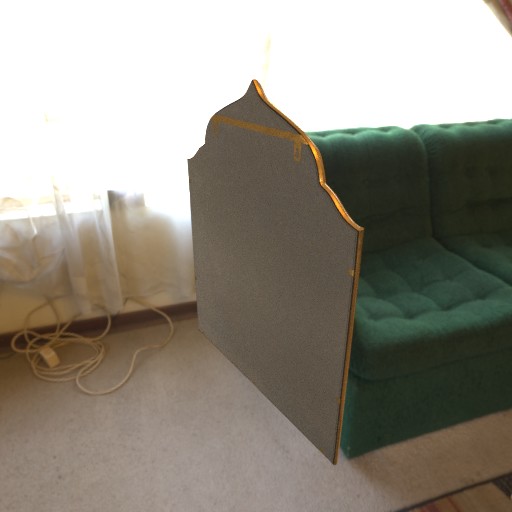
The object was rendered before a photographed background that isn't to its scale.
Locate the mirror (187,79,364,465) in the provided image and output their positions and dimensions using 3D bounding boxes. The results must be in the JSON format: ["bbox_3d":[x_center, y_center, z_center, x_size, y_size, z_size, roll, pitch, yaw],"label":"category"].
[{"bbox_3d":[0.000,0.000,0.854,0.018,0.635,0.513,-17,31,-31],"label":"mirror"}]
